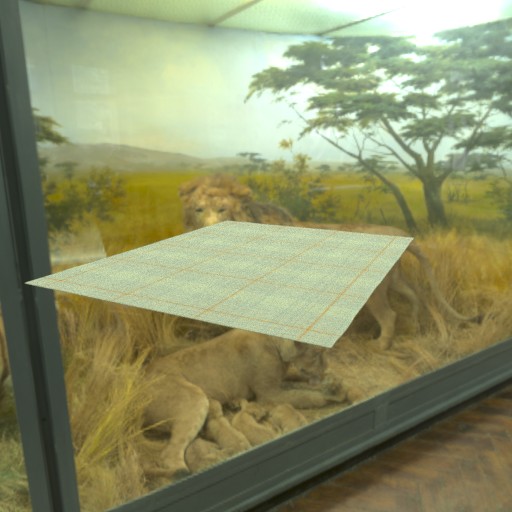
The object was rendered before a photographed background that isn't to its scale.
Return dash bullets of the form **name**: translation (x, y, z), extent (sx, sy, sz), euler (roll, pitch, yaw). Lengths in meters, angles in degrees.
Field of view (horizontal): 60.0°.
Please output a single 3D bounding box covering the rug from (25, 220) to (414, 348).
- **rug**: translation (0.000, 0.000, 4.189), extent (2.448, 0.021, 3.051), euler (7, 16, 26)
